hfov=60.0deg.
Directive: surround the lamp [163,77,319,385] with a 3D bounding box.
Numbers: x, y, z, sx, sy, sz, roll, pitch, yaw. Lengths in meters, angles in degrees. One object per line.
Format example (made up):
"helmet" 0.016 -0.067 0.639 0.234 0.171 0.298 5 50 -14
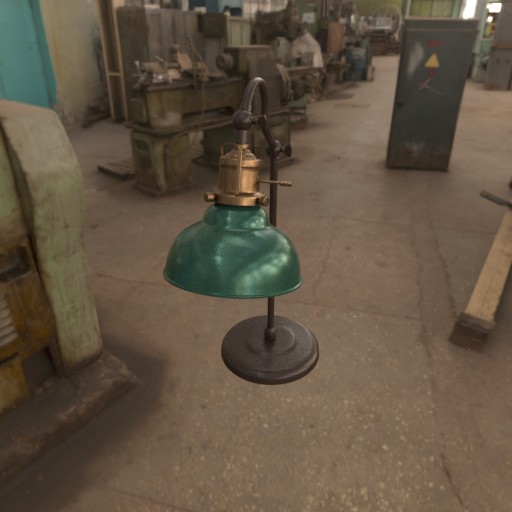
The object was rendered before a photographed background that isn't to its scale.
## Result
"lamp" 0.000 0.000 0.677 0.192 0.508 0.374 8 29 16
